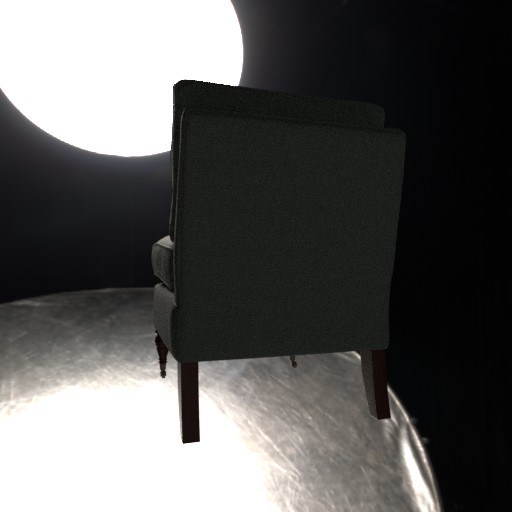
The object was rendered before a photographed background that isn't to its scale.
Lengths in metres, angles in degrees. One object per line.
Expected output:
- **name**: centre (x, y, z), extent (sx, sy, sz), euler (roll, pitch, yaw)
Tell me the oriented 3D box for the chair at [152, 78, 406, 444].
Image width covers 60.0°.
- **chair**: centre (0.000, 0.000, 1.445), extent (0.624, 0.901, 0.796), euler (0, -1, -18)
